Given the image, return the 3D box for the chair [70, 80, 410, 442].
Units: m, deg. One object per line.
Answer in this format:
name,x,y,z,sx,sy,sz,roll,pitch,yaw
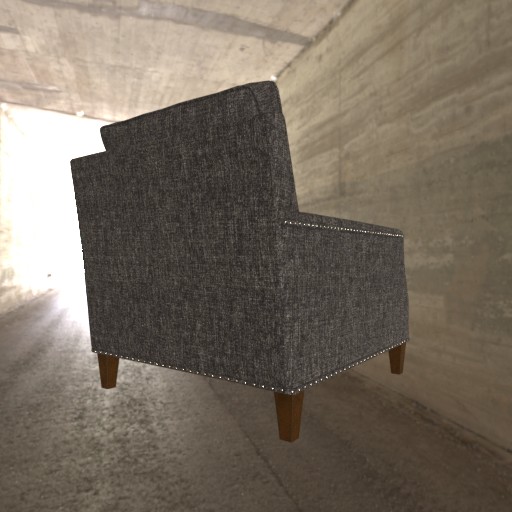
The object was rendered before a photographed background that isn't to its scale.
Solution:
chair,0.000,0.000,1.664,0.853,0.943,1.014,0,0,36
